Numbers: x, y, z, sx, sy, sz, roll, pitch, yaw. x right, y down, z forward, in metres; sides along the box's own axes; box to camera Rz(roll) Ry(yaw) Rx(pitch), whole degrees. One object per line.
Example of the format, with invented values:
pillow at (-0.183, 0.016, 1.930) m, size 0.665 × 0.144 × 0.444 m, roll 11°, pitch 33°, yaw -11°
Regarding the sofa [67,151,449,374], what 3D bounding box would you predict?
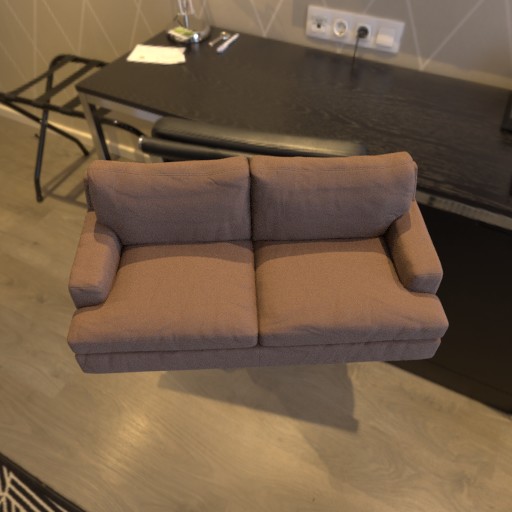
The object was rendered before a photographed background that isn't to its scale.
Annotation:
sofa at (0.000, 0.000, 2.857) m, size 2.274 × 0.950 × 1.140 m, roll -2°, pitch 48°, yaw -2°
